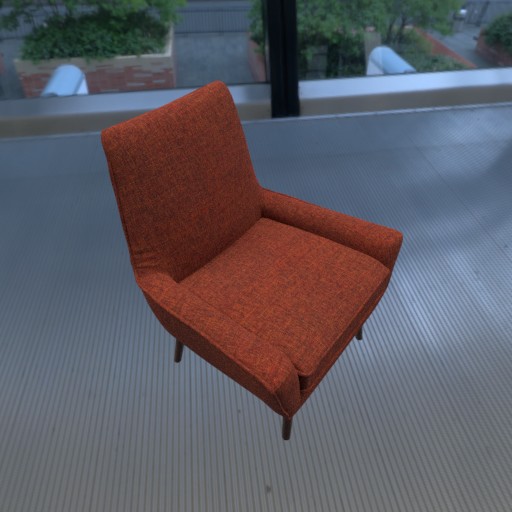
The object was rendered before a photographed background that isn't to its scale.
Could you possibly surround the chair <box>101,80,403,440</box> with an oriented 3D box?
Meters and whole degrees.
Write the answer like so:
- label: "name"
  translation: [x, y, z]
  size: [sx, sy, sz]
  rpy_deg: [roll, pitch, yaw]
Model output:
- label: "chair"
  translation: [0.000, 0.000, 1.518]
  size: [0.784, 0.911, 0.803]
  rpy_deg: [27, 48, 27]
